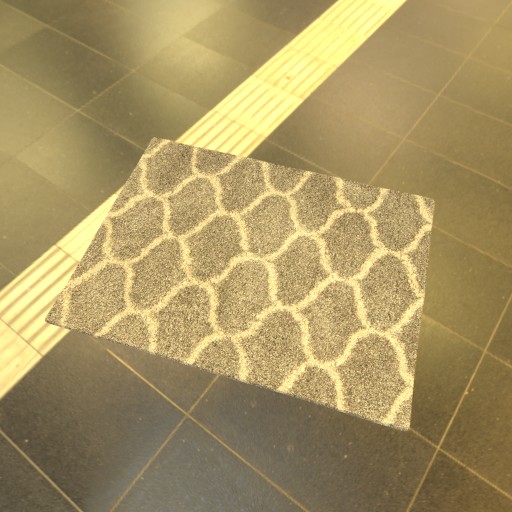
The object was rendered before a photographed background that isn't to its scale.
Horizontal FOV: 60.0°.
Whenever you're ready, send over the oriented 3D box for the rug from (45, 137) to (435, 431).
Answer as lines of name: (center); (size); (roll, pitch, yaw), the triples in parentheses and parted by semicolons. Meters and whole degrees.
rug: (0.000, 0.000, 2.141); (1.600, 0.025, 1.200); (14, 59, 9)
